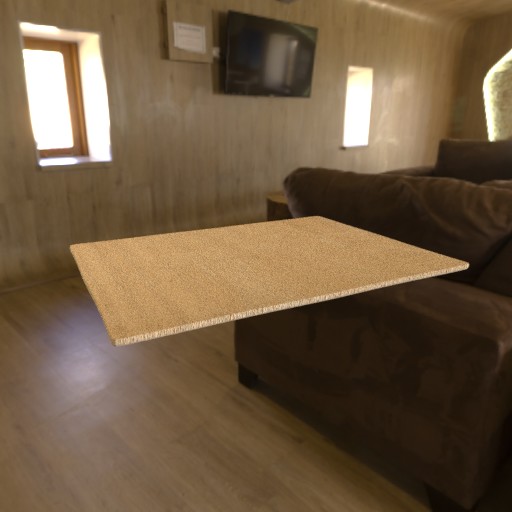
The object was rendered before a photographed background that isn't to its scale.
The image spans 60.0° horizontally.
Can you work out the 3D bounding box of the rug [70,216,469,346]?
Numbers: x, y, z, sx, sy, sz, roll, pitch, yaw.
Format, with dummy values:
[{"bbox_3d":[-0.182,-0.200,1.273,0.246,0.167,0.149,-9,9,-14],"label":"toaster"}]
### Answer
[{"bbox_3d":[0.000,0.000,2.188,1.600,0.025,1.199,-9,19,-26],"label":"rug"}]
